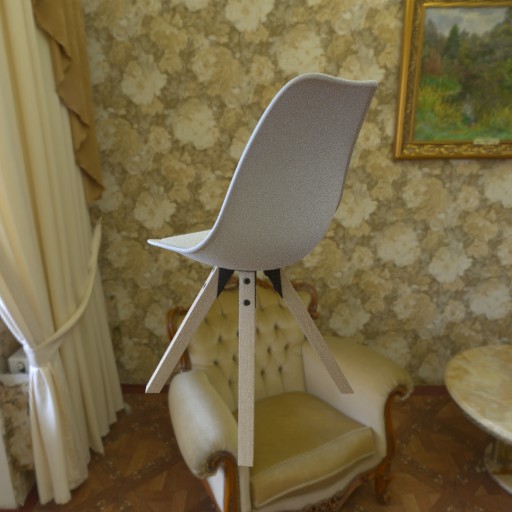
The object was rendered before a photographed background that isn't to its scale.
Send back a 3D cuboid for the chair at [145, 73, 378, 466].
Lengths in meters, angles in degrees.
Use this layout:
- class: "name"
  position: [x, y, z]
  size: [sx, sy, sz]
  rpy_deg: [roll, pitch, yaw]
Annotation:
- class: "chair"
  position: [0.000, 0.000, 1.178]
  size: [0.485, 0.850, 0.550]
  rpy_deg: [-15, 22, -42]
